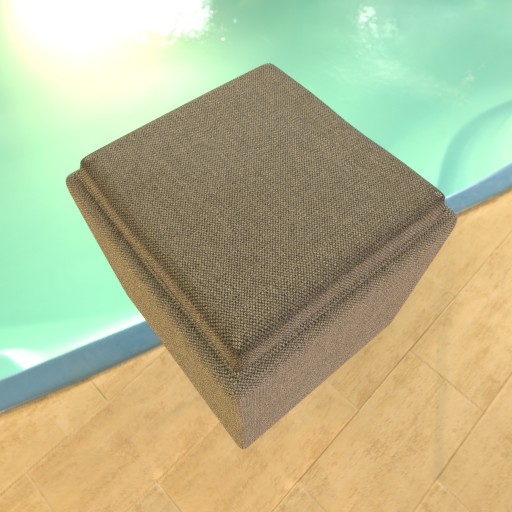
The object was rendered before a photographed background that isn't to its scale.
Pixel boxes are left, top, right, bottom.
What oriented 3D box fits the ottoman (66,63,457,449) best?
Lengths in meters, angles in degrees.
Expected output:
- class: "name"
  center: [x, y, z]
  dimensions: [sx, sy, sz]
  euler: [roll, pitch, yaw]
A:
- class: "ottoman"
  center: [0.000, 0.000, 0.836]
  dimensions: [0.436, 0.487, 0.454]
  euler: [-35, 65, -19]
